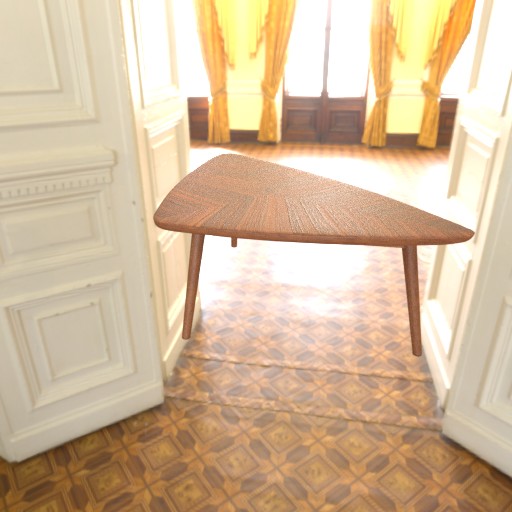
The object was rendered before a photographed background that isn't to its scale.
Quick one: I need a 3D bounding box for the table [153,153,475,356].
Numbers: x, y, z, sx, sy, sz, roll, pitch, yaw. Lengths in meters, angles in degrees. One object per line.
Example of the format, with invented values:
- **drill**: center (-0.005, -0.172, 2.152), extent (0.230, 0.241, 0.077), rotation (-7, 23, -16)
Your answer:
- **table**: center (0.000, 0.000, 1.298), extent (0.601, 0.365, 1.008), rotation (-18, 31, -33)
